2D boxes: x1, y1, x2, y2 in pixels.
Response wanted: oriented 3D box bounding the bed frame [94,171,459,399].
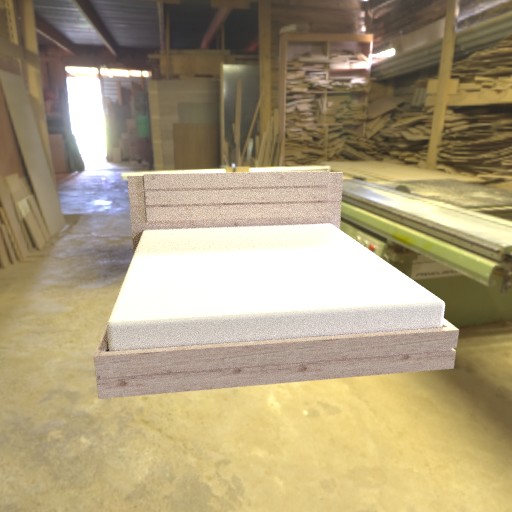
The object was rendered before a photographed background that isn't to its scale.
[{"bbox_3d":[0.000,0.000,3.159,1.950,0.970,2.080,-3,17,-8],"label":"bed frame"}]
